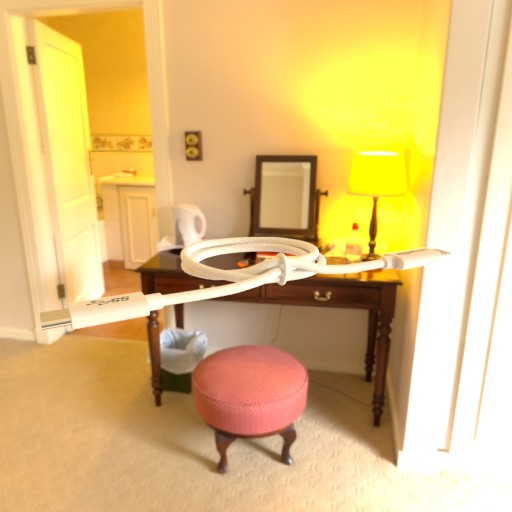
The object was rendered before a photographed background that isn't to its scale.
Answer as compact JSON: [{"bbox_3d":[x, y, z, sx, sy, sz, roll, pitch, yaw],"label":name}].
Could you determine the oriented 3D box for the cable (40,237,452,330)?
[{"bbox_3d":[0.000,0.000,0.208,0.186,0.014,0.070,-8,18,-26],"label":"cable"}]
